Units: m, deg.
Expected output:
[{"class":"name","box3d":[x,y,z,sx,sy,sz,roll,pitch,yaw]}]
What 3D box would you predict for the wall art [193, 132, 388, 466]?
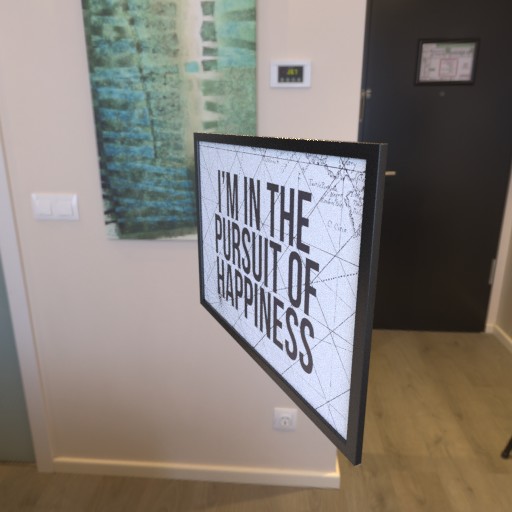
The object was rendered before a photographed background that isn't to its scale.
[{"class":"wall art","box3d":[0.000,0.000,1.056,0.015,0.552,0.819,-8,19,-25]}]
